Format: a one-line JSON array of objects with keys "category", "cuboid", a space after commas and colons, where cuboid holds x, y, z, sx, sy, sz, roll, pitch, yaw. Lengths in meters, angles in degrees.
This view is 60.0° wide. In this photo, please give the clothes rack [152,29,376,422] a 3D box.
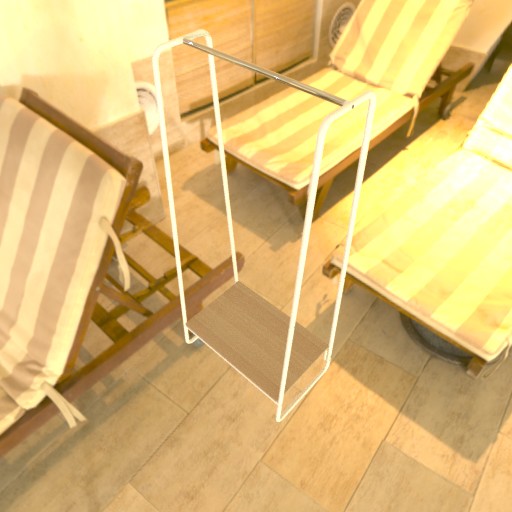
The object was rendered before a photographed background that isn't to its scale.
[{"category": "clothes rack", "cuboid": [0.000, 0.000, 1.751, 0.640, 1.500, 0.400, 33, 55, 28]}]
